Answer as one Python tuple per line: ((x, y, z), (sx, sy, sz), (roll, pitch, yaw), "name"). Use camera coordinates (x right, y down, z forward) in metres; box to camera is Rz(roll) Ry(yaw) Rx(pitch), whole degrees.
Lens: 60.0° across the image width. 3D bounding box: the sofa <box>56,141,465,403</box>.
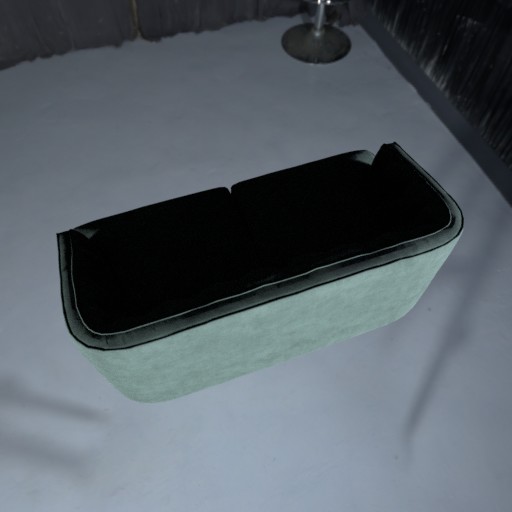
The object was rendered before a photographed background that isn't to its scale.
((0.000, 0.000, 2.218), (1.733, 0.855, 0.941), (-17, 59, -10), "sofa")
